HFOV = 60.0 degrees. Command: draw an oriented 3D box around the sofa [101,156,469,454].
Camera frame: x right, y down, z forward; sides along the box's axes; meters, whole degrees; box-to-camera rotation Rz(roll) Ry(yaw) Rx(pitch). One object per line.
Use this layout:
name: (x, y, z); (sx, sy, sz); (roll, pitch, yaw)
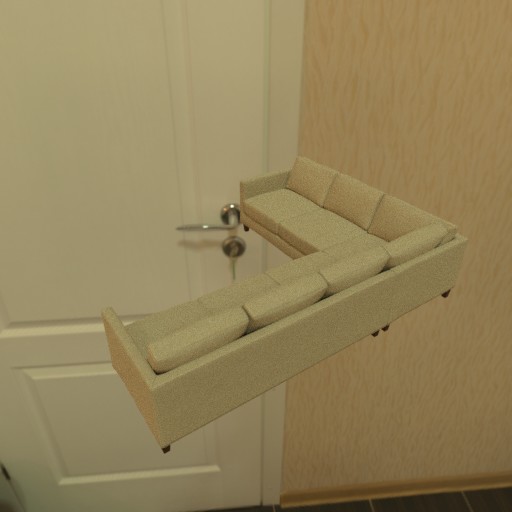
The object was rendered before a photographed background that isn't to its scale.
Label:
sofa: (0.000, 0.000, 4.327); (3.182, 0.863, 2.432); (-20, 37, -29)
